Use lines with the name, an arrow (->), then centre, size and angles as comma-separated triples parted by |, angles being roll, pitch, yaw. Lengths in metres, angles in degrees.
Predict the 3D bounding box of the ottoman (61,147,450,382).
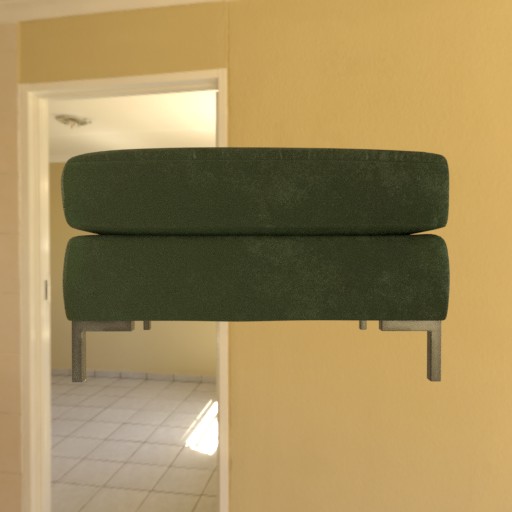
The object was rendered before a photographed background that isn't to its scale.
ottoman -> 0.000, 0.000, 1.283 | 0.839, 0.538, 0.701 | 0, 1, 0
